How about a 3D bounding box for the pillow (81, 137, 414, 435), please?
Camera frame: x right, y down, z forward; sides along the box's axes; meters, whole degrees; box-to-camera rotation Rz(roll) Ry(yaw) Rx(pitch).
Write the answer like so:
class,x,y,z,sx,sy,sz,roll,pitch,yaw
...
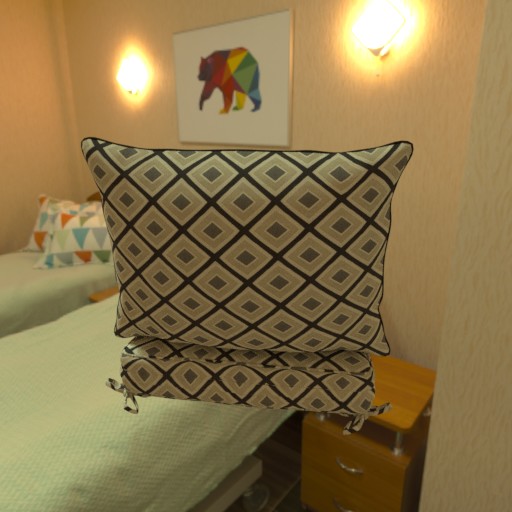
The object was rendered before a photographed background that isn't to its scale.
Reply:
class,x,y,z,sx,sy,sz,roll,pitch,yaw
pillow,0.000,0.000,1.367,0.798,0.722,0.733,2,17,8
